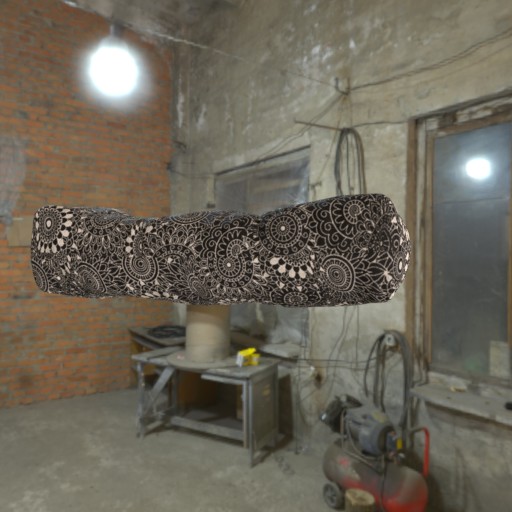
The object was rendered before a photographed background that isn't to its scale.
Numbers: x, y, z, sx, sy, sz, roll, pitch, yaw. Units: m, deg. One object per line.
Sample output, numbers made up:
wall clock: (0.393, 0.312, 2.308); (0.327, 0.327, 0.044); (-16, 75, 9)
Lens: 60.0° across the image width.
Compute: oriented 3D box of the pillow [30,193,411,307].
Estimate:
pillow: (0.000, 0.000, 0.715); (0.468, 0.128, 0.490); (0, -1, 18)
